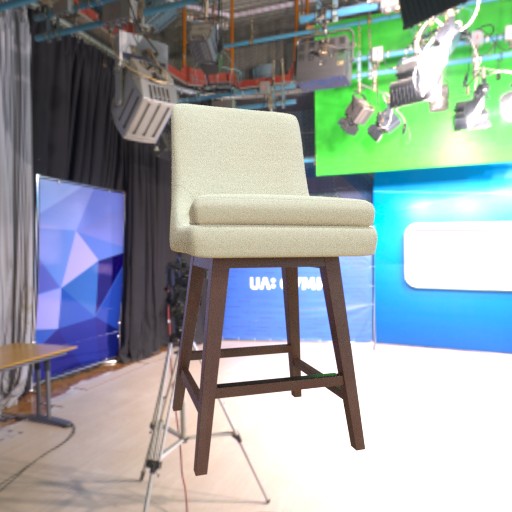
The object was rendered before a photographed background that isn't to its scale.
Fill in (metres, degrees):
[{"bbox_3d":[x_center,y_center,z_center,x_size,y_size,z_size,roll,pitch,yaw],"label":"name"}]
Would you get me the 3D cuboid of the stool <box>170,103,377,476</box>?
[{"bbox_3d":[0.000,0.000,1.292,0.483,0.991,0.559,-1,2,-17],"label":"stool"}]
